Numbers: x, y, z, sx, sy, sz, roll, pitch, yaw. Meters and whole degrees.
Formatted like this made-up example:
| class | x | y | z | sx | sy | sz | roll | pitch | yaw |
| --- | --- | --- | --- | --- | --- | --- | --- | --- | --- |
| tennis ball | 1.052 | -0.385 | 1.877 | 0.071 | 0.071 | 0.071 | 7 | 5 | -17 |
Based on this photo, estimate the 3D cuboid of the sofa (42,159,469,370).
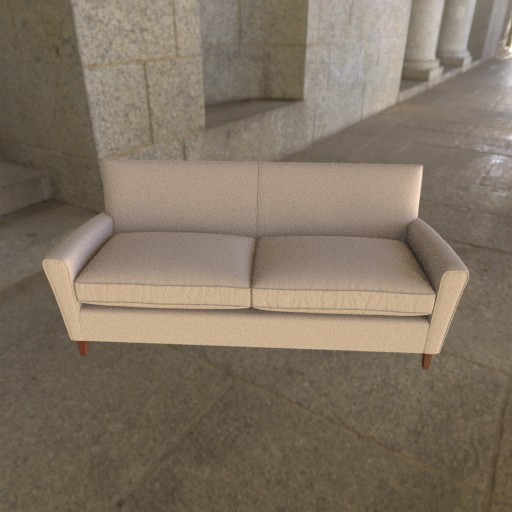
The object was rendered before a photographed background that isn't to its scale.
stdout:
| class | x | y | z | sx | sy | sz | roll | pitch | yaw |
| --- | --- | --- | --- | --- | --- | --- | --- | --- | --- |
| sofa | 0.000 | 0.000 | 2.485 | 2.000 | 0.846 | 0.875 | 2 | 29 | 3 |
